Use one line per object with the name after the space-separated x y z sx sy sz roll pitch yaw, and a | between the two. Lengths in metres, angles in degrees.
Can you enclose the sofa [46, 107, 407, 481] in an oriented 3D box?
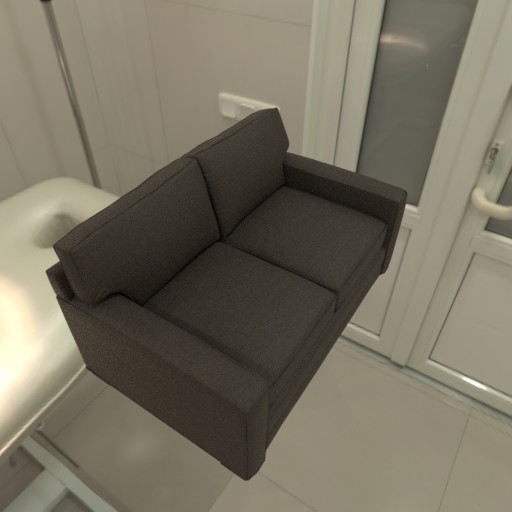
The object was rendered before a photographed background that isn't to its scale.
0.000 0.000 2.160 0.974 0.887 1.534 24 47 24 | sofa
